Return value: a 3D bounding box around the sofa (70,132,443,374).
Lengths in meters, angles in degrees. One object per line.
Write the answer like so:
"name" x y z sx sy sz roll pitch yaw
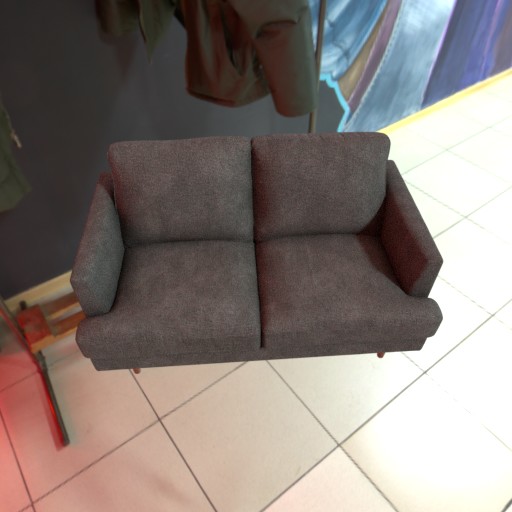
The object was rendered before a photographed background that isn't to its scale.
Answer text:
"sofa" 0.000 0.000 2.166 1.582 0.956 0.903 -3 46 -3
